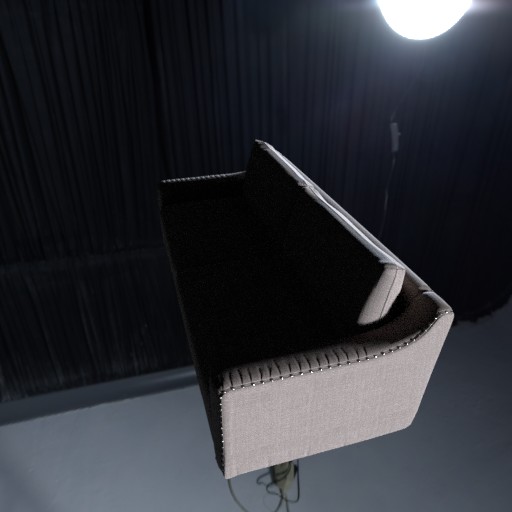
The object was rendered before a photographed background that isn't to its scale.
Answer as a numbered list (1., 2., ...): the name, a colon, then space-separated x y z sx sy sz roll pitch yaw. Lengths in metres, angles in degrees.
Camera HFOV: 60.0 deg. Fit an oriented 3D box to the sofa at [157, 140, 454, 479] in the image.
1. sofa: 0.000 0.000 2.675 1.000 0.857 2.208 -8 32 -14
